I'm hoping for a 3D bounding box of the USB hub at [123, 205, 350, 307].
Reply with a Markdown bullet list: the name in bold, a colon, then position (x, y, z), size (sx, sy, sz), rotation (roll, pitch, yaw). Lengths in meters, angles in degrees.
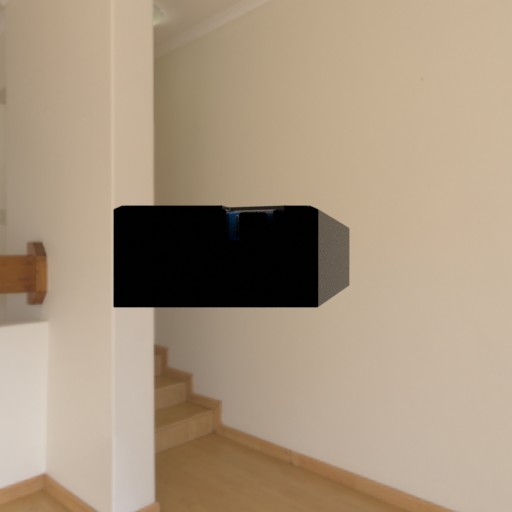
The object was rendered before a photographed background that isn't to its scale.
- **USB hub**: position (0.000, 0.000, 0.129), size (0.044, 0.023, 0.110), rotation (0, 0, 17)
